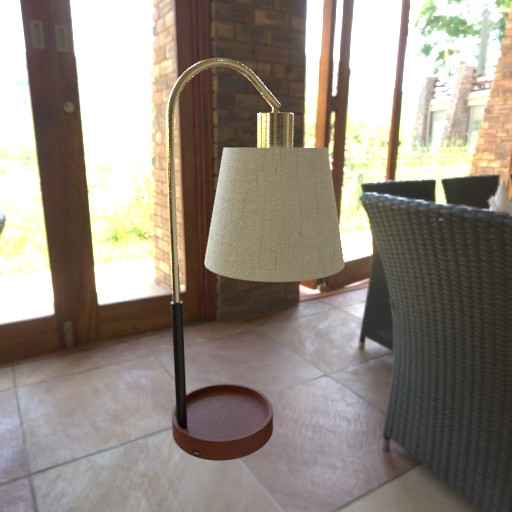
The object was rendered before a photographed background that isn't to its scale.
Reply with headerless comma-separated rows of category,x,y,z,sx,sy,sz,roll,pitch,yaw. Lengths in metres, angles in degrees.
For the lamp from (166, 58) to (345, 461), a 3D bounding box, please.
lamp,0.000,0.000,0.656,0.273,0.536,0.211,-7,16,-27
